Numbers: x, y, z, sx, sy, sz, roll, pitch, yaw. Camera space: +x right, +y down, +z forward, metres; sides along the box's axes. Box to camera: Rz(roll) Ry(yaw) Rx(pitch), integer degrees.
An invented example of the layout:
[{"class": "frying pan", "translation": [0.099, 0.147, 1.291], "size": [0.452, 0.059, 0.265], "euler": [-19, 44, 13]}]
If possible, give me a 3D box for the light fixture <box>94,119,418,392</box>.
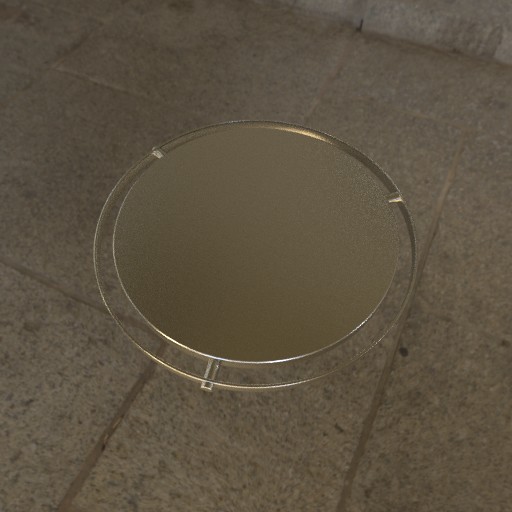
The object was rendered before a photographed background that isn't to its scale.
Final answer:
[{"class": "light fixture", "translation": [0.000, 0.000, 0.552], "size": [0.361, 0.130, 0.361], "euler": [0, 58, 0]}]
